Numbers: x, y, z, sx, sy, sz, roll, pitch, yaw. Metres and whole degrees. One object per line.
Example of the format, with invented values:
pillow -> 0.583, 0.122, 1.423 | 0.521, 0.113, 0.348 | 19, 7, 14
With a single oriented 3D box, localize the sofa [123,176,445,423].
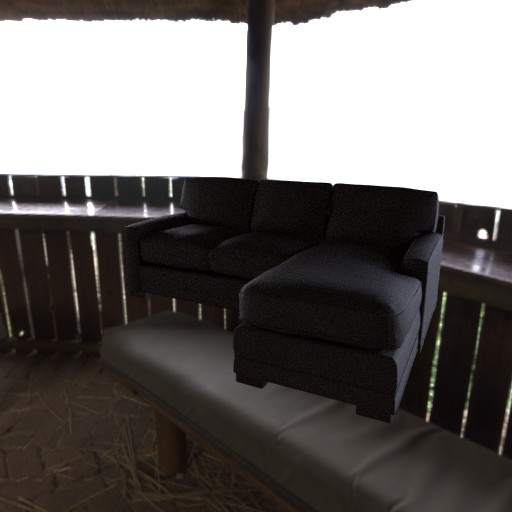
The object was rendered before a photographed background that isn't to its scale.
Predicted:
sofa -> 0.000, 0.000, 3.208 | 2.370, 0.973, 1.790 | 7, 16, 26
